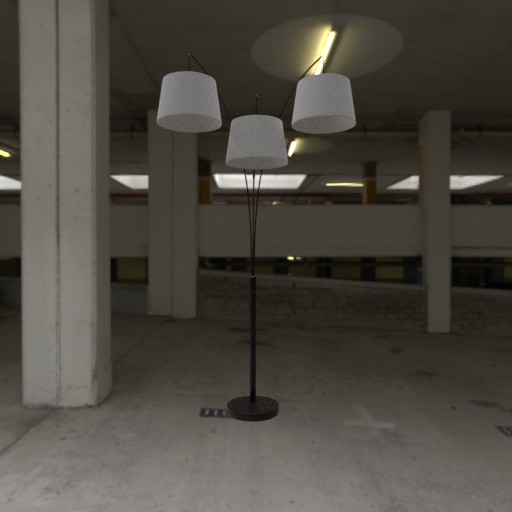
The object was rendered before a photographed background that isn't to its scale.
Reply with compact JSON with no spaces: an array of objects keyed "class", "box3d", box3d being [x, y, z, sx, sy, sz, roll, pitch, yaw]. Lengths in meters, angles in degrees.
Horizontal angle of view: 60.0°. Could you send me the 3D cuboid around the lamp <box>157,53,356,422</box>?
[{"class":"lamp","box3d":[0.000,0.000,2.446,0.951,1.950,0.924,0,1,-1]}]
